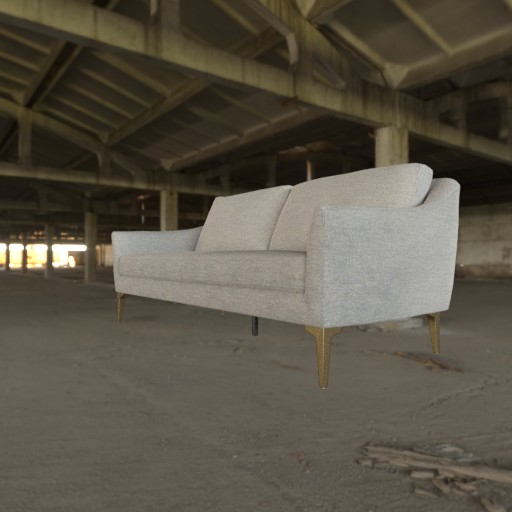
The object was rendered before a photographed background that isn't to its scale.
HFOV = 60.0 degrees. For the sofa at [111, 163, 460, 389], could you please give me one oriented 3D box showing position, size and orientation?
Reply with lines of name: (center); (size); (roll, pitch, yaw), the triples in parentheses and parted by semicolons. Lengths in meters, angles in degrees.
sofa: (0.000, 0.000, 2.544); (0.980, 0.913, 2.036); (0, 0, -37)
